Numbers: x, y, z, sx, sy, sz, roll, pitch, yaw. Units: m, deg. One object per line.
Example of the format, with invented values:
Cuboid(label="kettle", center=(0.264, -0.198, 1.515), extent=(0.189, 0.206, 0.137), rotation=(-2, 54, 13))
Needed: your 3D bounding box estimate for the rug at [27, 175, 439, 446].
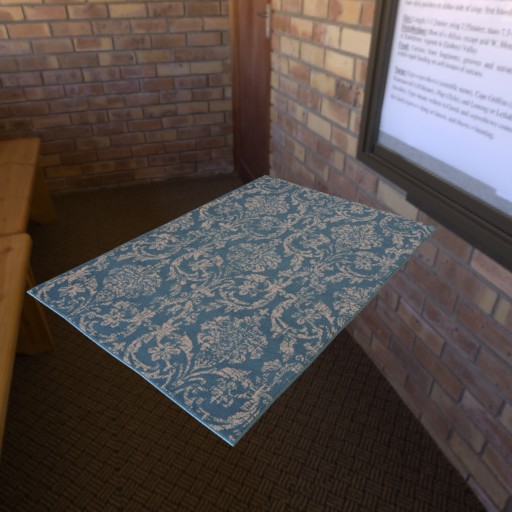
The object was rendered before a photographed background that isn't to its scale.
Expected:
Cuboid(label="rug", center=(0.000, 0.000, 2.818), extent=(1.554, 0.012, 2.205), rotation=(23, 39, 32))
